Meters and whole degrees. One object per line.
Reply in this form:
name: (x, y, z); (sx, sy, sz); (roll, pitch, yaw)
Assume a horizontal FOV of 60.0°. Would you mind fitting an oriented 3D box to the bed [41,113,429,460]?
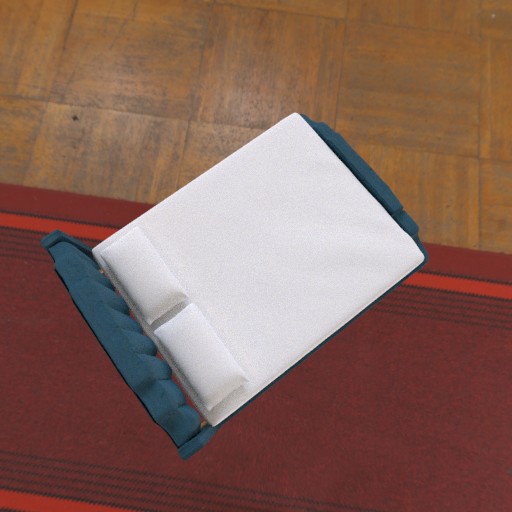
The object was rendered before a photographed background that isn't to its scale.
bed: (0.000, 0.000, 3.373); (2.322, 1.351, 1.676); (-36, 78, -9)
